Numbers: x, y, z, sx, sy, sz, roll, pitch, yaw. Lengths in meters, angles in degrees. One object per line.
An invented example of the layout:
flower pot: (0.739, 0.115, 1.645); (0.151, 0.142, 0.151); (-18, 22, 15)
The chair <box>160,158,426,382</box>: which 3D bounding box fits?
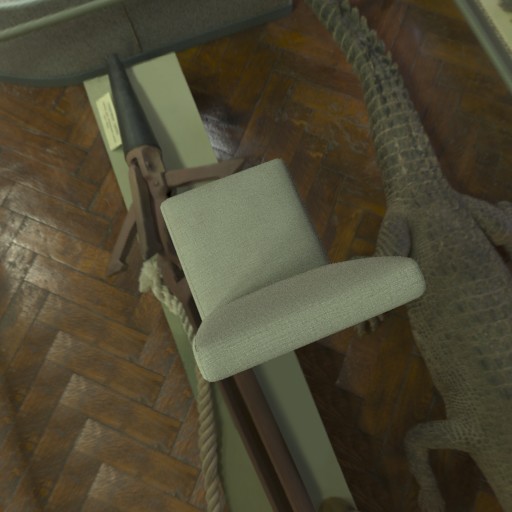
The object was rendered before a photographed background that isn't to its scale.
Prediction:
chair: (0.000, 0.000, 1.328); (0.450, 1.033, 0.611); (-21, 76, -6)
